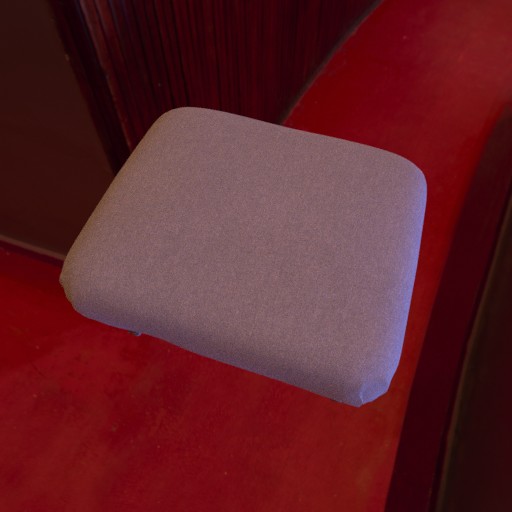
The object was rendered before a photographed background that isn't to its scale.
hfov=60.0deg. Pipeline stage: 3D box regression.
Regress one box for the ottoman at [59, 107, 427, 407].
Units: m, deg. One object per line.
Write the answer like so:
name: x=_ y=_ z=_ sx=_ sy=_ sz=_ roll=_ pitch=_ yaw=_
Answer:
ottoman: x=0.000 y=0.000 z=1.145 sx=0.747 sy=0.450 sz=0.622 roll=16 pitch=59 yaw=10
